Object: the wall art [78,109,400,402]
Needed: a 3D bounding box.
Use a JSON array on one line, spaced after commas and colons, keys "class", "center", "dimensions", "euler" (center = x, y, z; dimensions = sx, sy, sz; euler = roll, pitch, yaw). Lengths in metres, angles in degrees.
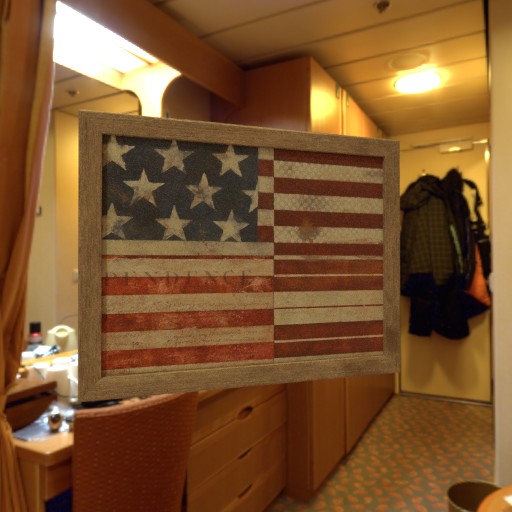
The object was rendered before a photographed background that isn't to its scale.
[{"class": "wall art", "center": [0.000, 0.000, 0.926], "dimensions": [0.690, 0.535, 0.026], "euler": [0, 0, -18]}]
